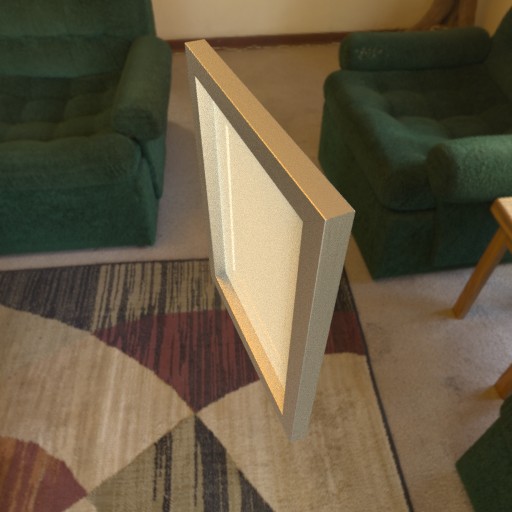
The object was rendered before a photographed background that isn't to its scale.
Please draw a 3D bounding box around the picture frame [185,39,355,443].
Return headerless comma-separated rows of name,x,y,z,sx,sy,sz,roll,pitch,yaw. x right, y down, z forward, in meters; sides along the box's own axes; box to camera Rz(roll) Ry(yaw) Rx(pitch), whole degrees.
picture frame,0.000,0.000,0.527,0.036,0.386,0.307,-17,50,-16
